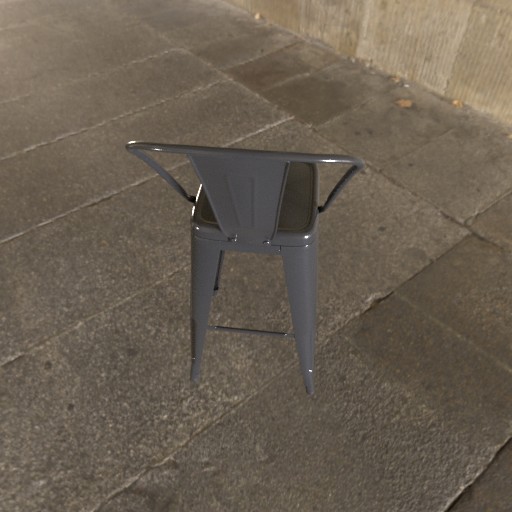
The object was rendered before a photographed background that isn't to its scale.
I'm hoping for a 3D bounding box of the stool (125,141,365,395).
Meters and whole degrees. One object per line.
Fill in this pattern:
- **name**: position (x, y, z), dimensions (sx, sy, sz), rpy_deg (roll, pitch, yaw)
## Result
- **stool**: position (0.000, 0.000, 1.242), dimensions (0.432, 1.022, 0.528), rpy_deg (5, 47, 5)
